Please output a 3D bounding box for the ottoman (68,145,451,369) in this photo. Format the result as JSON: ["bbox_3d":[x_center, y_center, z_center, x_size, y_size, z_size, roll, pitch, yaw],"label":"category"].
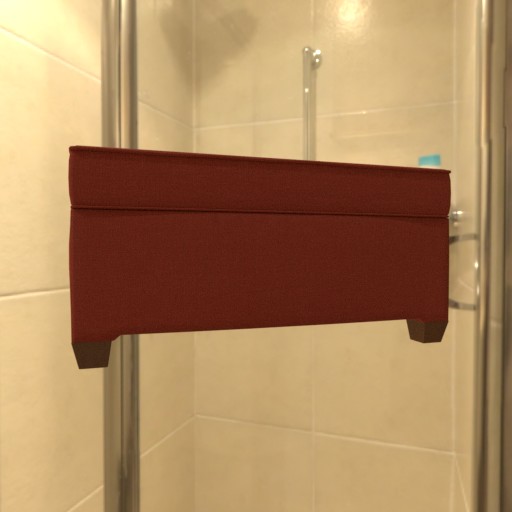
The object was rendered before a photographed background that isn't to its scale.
[{"bbox_3d":[0.000,0.000,1.234,0.948,0.454,0.497,0,1,-17],"label":"ottoman"}]
